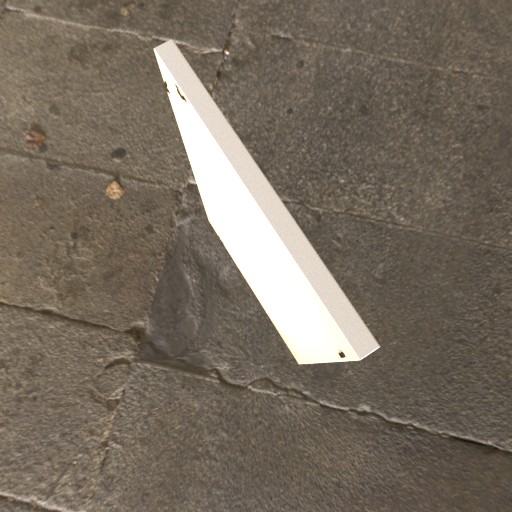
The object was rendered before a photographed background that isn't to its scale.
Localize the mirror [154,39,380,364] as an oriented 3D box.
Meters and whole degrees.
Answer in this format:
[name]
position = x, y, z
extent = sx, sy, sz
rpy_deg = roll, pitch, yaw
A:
[mirror]
position = 0.000, 0.000, 1.137
extent = 0.041, 0.915, 0.609
rpy_deg = -31, 78, -7
